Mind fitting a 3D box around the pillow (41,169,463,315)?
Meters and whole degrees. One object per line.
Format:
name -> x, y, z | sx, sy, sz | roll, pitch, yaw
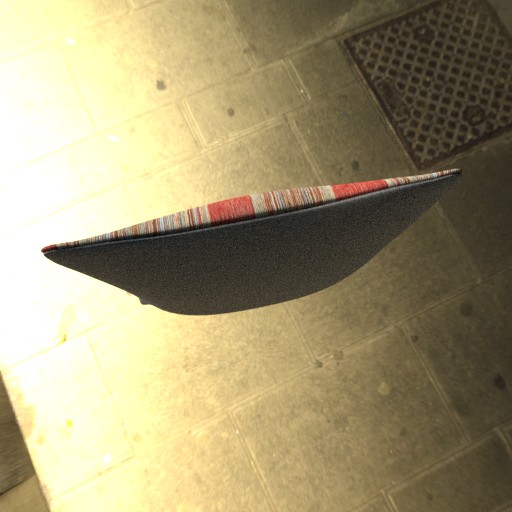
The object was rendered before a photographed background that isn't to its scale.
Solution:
pillow -> 0.000, 0.000, 0.639 | 0.437, 0.419, 0.136 | -11, 78, -2
